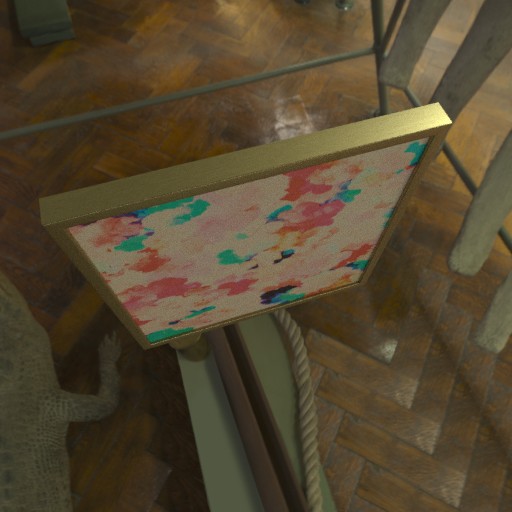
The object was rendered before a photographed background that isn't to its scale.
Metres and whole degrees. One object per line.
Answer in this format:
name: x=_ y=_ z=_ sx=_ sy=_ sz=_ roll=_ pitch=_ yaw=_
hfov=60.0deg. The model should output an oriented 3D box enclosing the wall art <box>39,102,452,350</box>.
wall art: x=0.000 y=0.000 z=0.761 sx=0.510 sy=0.509 sz=0.037 roll=-15 pitch=64 yaw=-8
